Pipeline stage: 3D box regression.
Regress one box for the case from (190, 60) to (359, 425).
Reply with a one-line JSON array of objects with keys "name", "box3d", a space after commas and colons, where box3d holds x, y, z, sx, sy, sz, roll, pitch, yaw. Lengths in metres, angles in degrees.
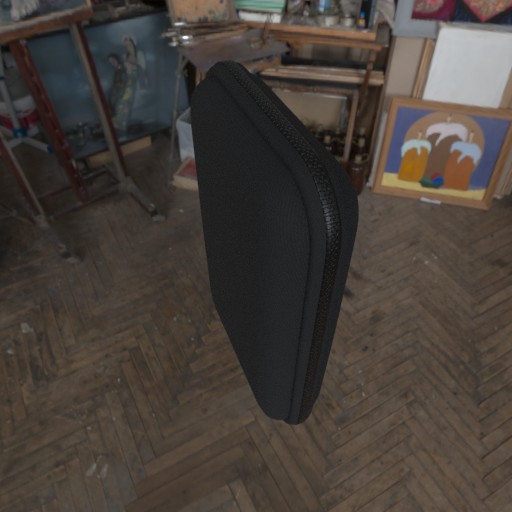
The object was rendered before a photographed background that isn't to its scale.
[{"name": "case", "box3d": [0.000, 0.000, 0.190, 0.030, 0.147, 0.107, -17, 49, -15]}]
